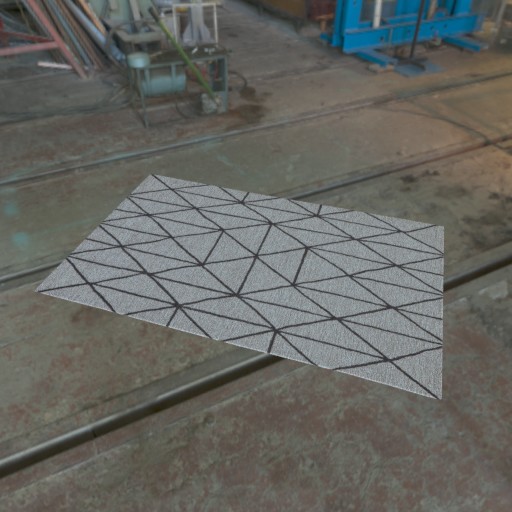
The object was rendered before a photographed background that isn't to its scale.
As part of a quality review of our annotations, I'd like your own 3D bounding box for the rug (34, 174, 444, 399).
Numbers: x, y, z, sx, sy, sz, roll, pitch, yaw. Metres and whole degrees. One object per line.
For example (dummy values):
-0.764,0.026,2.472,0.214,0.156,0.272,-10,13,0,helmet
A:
0.000,0.000,3.070,2.465,0.008,1.526,12,42,14,rug
